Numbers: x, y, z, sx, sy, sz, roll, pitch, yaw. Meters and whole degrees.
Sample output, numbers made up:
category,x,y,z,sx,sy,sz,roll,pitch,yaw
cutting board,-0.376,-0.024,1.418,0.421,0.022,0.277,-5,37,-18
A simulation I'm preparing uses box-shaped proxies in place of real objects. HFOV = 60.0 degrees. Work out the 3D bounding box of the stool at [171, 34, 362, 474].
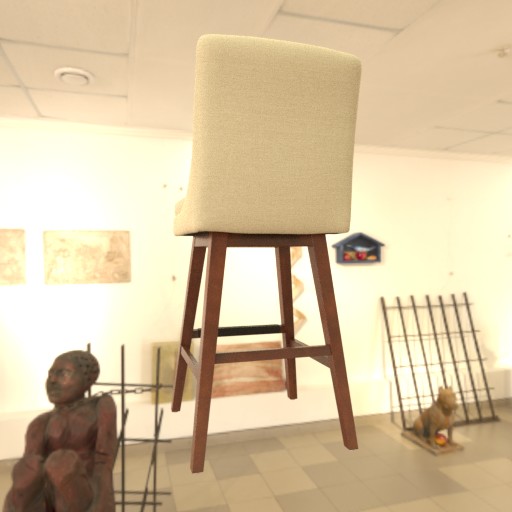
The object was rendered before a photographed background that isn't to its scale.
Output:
category,x,y,z,sx,sy,sz,roll,pitch,yaw
stool,0.000,0.000,1.381,0.470,1.097,0.559,0,1,-17
